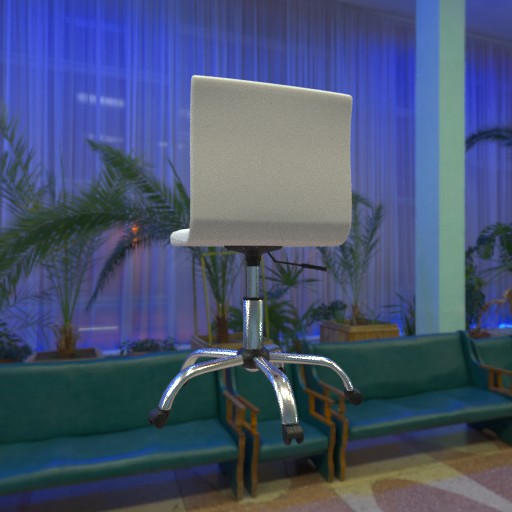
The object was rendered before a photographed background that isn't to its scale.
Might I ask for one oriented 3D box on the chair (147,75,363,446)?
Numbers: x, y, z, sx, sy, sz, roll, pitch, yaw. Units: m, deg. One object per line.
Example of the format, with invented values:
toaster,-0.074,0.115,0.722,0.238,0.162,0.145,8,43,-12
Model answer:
chair,0.000,0.000,1.151,0.556,0.780,0.530,0,0,-18
